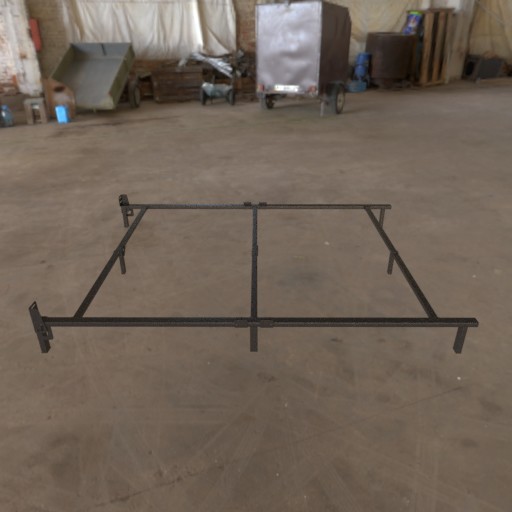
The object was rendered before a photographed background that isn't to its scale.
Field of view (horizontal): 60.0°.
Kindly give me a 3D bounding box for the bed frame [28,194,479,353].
[{"bbox_3d":[0.000,0.000,2.656,1.990,0.248,1.498,0,27,0],"label":"bed frame"}]
